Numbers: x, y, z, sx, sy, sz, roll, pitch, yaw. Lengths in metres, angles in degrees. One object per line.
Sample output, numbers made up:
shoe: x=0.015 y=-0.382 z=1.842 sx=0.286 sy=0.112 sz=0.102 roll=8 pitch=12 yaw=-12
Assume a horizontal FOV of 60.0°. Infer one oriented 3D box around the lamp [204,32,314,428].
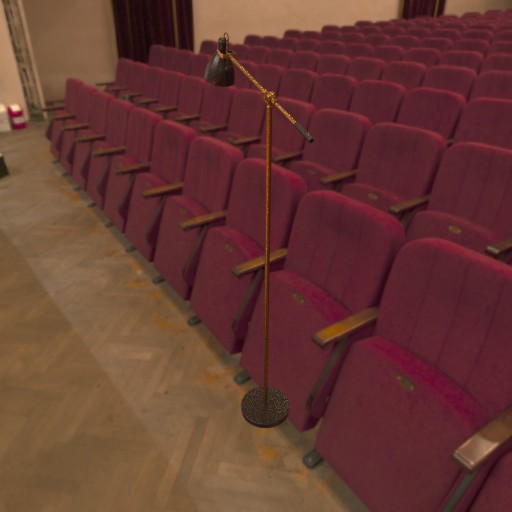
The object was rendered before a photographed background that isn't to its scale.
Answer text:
lamp: x=0.000 y=0.000 z=1.822 sx=0.235 sy=1.628 sz=0.618 roll=-18 pitch=34 yaw=-28
